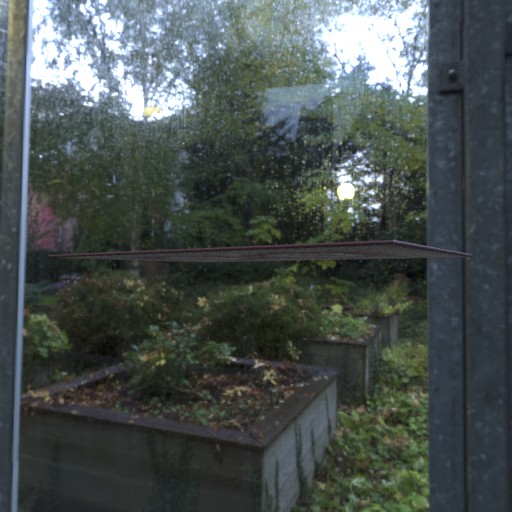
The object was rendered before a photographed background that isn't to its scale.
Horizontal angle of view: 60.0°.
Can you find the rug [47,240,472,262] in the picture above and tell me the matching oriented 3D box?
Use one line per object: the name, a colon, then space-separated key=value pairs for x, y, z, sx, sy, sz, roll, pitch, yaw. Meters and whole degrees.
rug: x=0.000 y=0.000 z=5.732 sx=4.578 sy=0.033 sz=3.033 roll=-2 pitch=-3 yaw=35
